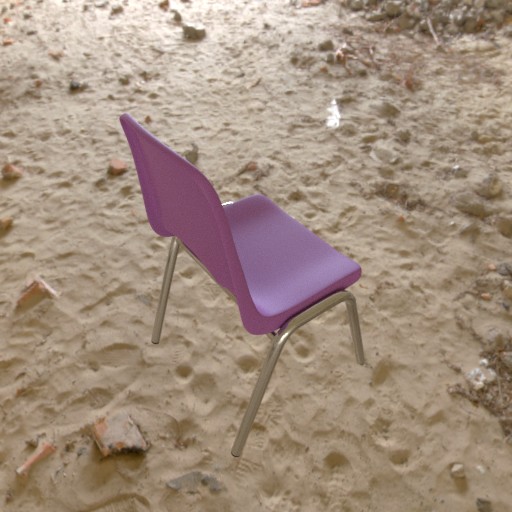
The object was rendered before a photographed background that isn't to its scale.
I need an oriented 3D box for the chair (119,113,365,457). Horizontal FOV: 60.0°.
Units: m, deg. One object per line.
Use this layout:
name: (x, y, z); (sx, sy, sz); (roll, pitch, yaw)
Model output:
chair: (0.000, 0.000, 0.687); (0.301, 0.493, 0.291); (-27, 48, -27)
